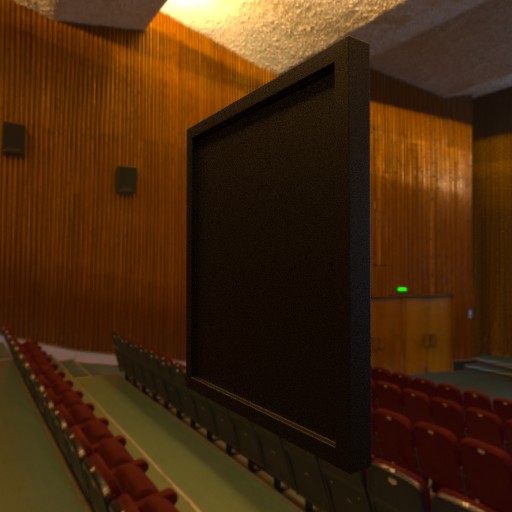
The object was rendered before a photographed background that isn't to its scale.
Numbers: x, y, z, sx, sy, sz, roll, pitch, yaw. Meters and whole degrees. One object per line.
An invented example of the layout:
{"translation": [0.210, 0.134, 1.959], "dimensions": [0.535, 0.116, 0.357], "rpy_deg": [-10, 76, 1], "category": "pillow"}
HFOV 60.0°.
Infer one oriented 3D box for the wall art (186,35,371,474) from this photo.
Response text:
{"translation": [0.000, 0.000, 0.526], "dimensions": [0.028, 0.381, 0.328], "rpy_deg": [1, -1, -34], "category": "wall art"}
